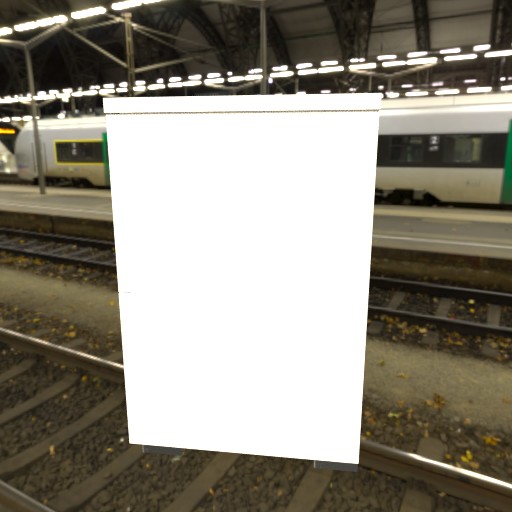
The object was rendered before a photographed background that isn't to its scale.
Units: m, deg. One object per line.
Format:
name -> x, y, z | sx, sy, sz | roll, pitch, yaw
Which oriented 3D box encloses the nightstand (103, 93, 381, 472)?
nightstand -> 0.000, 0.000, 0.750 | 0.325, 0.460, 0.441 | 2, 13, 8
